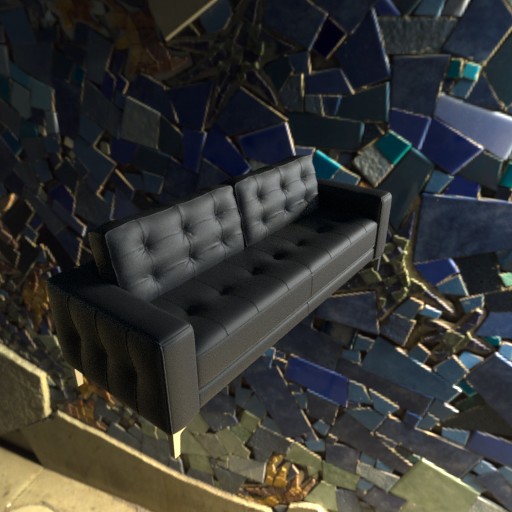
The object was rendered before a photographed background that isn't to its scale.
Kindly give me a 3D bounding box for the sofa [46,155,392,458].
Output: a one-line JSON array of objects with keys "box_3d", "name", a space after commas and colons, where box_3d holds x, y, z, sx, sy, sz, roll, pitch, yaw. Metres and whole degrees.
[{"box_3d": [0.000, 0.000, 2.746, 0.833, 0.893, 2.275, 19, 32, 33], "name": "sofa"}]
